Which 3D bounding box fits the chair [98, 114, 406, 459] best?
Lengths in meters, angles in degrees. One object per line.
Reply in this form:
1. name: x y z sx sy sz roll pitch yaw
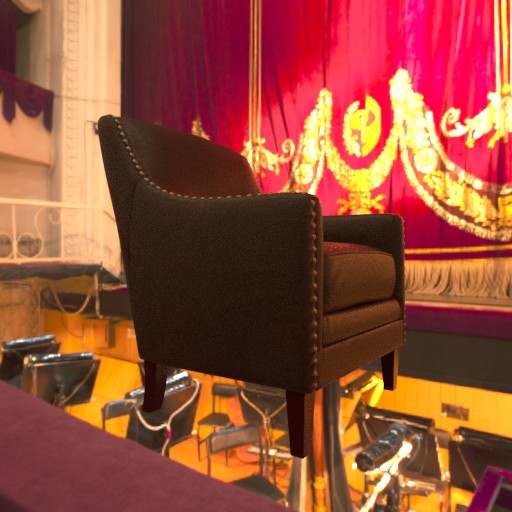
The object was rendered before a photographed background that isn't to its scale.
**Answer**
1. chair: 0.000 0.000 1.309 0.704 0.813 0.639 0 0 35
